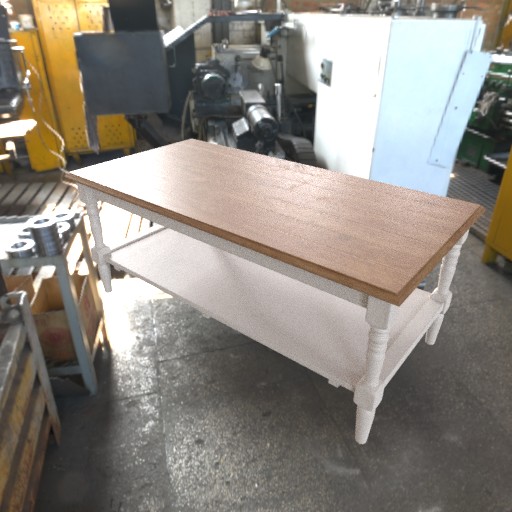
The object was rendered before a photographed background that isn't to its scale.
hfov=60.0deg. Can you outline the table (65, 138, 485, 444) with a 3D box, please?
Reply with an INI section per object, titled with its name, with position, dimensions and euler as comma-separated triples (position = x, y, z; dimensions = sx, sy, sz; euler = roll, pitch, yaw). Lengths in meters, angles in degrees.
[table]
position = 0.000, 0.000, 1.400
dimensions = 1.118, 0.458, 0.559
euler = 21, 36, 33
